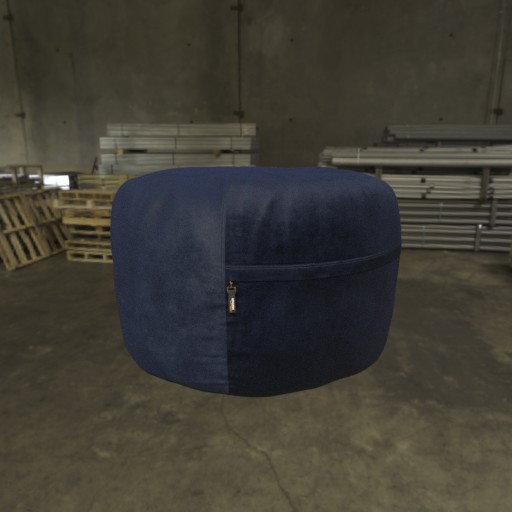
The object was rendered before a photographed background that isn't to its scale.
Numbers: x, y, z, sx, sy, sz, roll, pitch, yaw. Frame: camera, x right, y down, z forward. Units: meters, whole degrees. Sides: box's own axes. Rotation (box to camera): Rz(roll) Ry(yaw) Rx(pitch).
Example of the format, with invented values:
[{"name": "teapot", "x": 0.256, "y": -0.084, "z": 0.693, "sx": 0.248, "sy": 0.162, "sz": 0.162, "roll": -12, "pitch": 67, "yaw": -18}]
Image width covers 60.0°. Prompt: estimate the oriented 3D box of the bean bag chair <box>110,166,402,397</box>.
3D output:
[{"name": "bean bag chair", "x": 0.000, "y": 0.000, "z": 1.967, "sx": 1.219, "sy": 0.762, "sz": 1.219, "roll": 0, "pitch": 14, "yaw": 0}]
